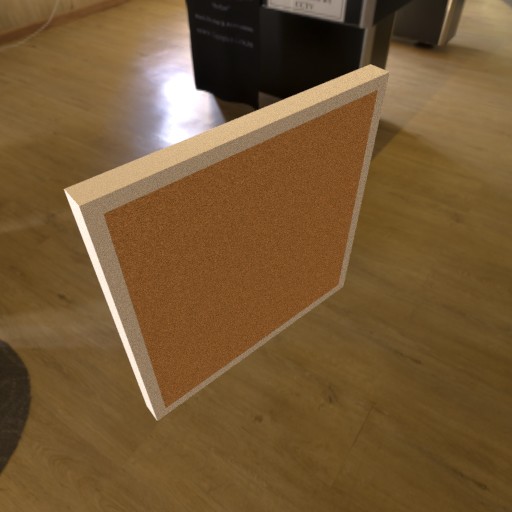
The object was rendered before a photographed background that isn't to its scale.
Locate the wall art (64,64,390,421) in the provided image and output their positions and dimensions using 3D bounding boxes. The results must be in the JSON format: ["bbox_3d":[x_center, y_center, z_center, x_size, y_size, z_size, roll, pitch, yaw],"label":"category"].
[{"bbox_3d":[0.000,0.000,0.762,0.507,0.508,0.038,-31,53,-27],"label":"wall art"}]
